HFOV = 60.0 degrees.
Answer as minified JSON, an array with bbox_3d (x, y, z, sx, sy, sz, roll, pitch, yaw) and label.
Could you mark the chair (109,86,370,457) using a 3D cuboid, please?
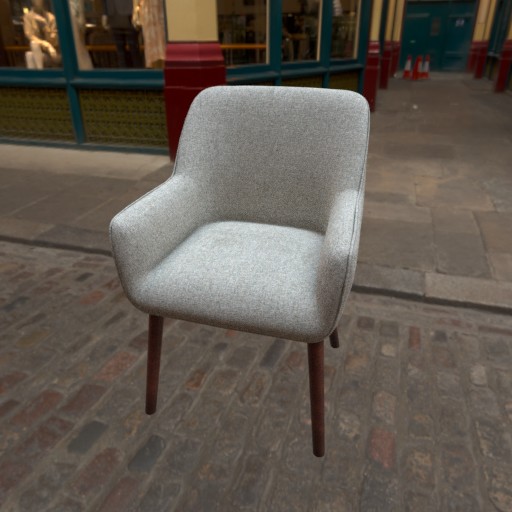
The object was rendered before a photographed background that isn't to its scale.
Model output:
[{"bbox_3d":[0.000,0.000,1.182,0.543,0.803,0.519,8,28,15],"label":"chair"}]
